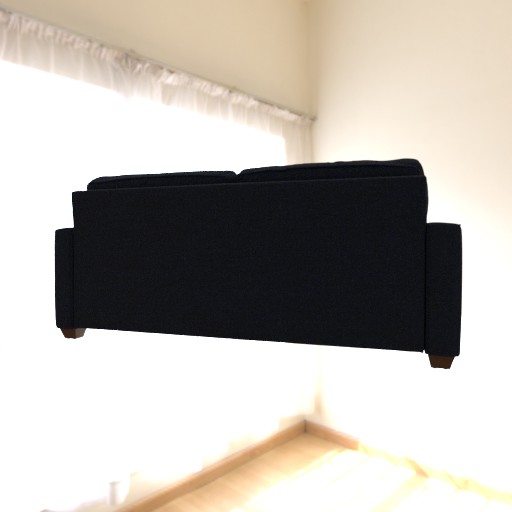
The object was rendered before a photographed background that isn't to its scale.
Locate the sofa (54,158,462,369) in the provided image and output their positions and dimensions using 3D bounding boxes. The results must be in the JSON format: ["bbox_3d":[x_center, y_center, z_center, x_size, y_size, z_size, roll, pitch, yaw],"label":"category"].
[{"bbox_3d":[0.000,0.000,2.537,2.080,0.919,0.940,1,2,18],"label":"sofa"}]
